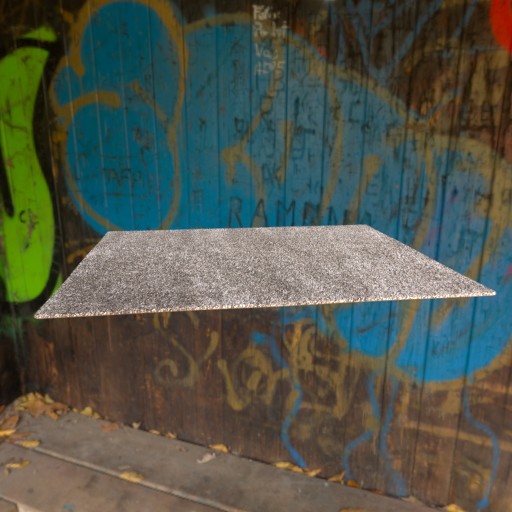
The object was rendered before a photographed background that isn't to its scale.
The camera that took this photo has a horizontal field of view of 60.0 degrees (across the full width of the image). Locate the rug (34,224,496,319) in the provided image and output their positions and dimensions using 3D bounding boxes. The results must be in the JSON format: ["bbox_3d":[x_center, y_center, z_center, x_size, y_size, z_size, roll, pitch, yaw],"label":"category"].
[{"bbox_3d":[0.000,0.000,3.980,3.000,0.025,2.401,-2,15,-7],"label":"rug"}]
